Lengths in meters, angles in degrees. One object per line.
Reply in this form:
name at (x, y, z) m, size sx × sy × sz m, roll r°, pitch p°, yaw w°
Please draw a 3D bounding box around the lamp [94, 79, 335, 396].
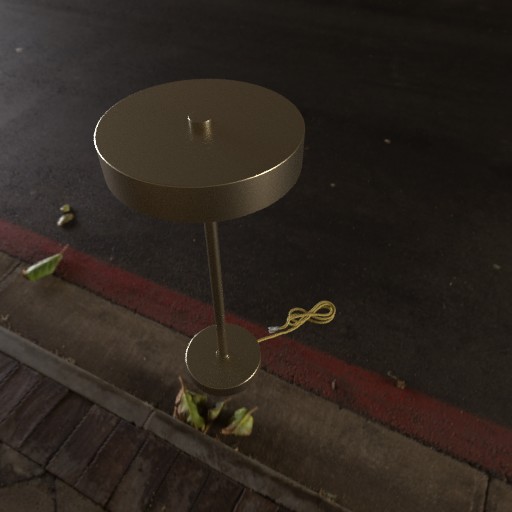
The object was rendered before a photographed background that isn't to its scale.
lamp at (0.000, 0.000, 0.689) m, size 0.369 × 0.508 × 0.229 m, roll -23°, pitch 50°, yaw -21°
